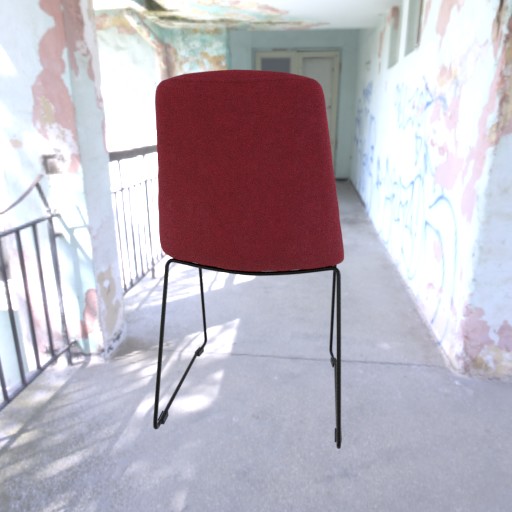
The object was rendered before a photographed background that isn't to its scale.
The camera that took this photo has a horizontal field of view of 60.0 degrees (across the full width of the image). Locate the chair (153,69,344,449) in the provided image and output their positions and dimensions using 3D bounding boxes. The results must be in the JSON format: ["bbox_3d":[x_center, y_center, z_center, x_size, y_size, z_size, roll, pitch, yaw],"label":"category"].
[{"bbox_3d":[0.000,0.000,1.153,0.479,0.858,0.518,3,18,8],"label":"chair"}]
